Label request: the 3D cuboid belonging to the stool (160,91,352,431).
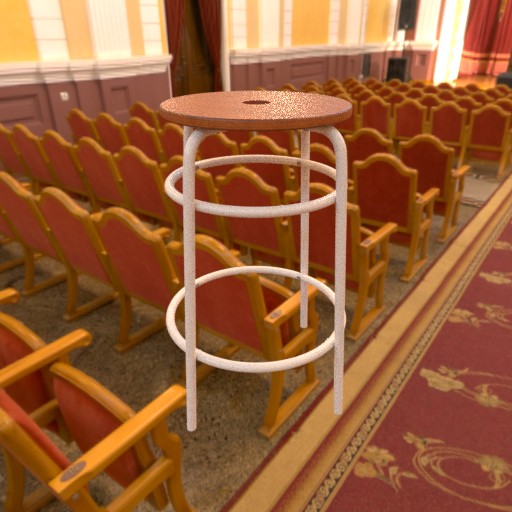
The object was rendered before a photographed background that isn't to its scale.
[{"bbox_3d":[0.000,0.000,0.921,0.455,0.610,0.455,19,33,32],"label":"stool"}]
